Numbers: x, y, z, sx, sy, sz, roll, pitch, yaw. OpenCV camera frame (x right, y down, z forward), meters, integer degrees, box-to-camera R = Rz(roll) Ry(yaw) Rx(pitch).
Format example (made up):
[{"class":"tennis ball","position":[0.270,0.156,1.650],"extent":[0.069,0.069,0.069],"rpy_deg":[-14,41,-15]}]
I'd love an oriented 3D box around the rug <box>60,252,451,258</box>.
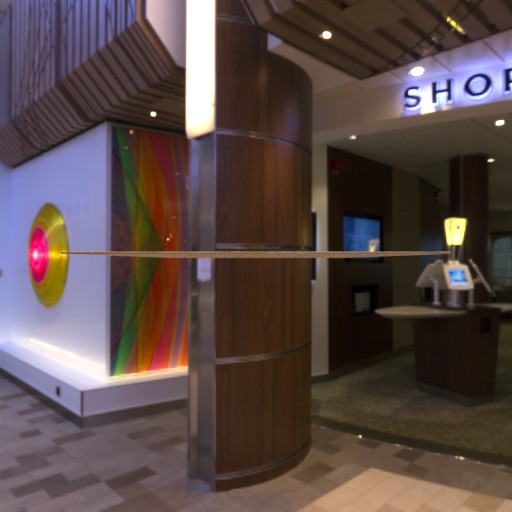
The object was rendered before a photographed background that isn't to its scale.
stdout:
[{"class":"rug","position":[0.000,0.000,2.298],"extent":[1.221,0.006,1.827],"rpy_deg":[0,-1,0]}]
